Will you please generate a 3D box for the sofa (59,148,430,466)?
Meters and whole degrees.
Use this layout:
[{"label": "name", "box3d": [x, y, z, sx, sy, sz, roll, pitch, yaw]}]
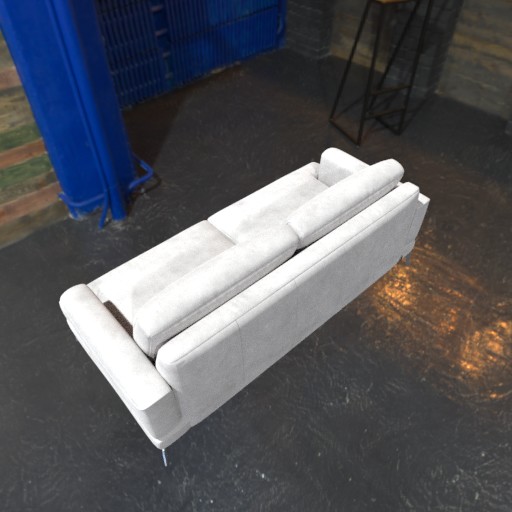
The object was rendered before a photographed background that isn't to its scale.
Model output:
[{"label": "sofa", "box3d": [0.000, 0.000, 2.537, 2.013, 0.830, 0.980, -32, 54, -28]}]
